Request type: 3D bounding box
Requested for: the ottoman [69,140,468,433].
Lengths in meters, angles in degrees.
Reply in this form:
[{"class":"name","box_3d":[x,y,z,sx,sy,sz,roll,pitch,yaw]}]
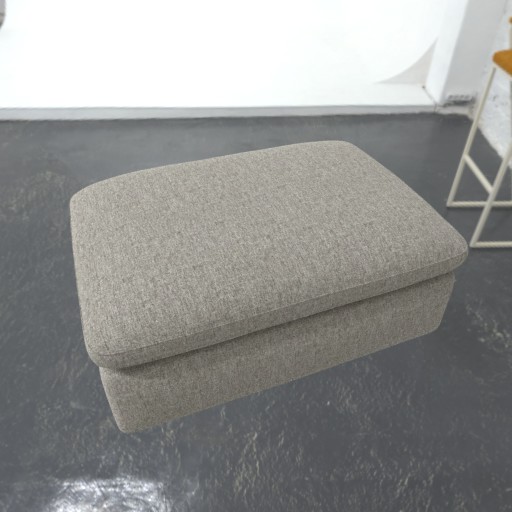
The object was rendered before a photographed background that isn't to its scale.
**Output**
[{"class":"ottoman","box_3d":[0.000,0.000,1.327,0.977,0.451,0.694,-14,42,-16]}]
